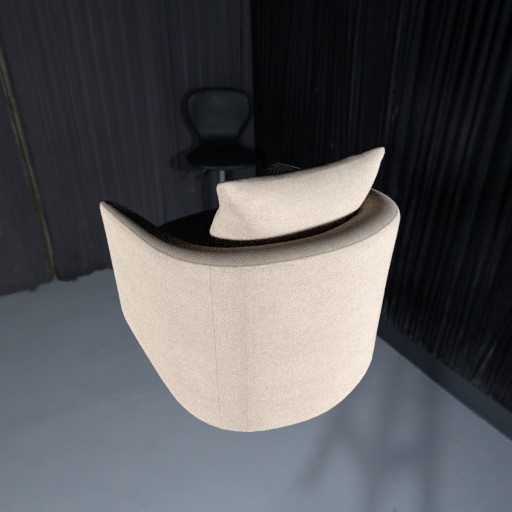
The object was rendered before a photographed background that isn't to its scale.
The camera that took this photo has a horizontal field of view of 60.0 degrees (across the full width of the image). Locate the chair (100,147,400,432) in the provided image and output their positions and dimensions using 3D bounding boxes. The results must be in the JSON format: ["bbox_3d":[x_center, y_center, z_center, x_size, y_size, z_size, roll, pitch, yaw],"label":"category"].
[{"bbox_3d":[0.000,0.000,1.606,0.845,0.848,0.910,-18,35,-28],"label":"chair"}]
